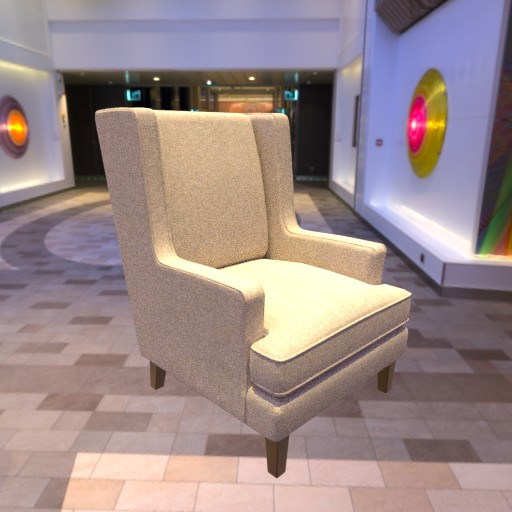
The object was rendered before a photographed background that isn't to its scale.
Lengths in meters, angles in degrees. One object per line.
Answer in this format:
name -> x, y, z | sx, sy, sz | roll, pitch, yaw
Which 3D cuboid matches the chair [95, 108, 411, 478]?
chair -> 0.000, 0.000, 1.707 | 0.764, 1.082, 0.948 | -15, 22, -43
